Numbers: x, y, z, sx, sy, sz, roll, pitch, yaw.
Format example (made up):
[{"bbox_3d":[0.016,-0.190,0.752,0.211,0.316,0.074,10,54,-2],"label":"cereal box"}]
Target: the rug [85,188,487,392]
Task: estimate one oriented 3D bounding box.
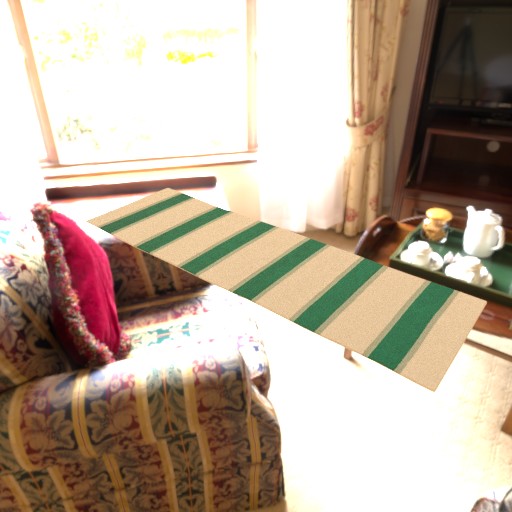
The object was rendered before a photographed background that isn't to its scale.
[{"bbox_3d":[0.000,0.000,2.680,2.438,0.012,0.768,22,38,32],"label":"rug"}]
